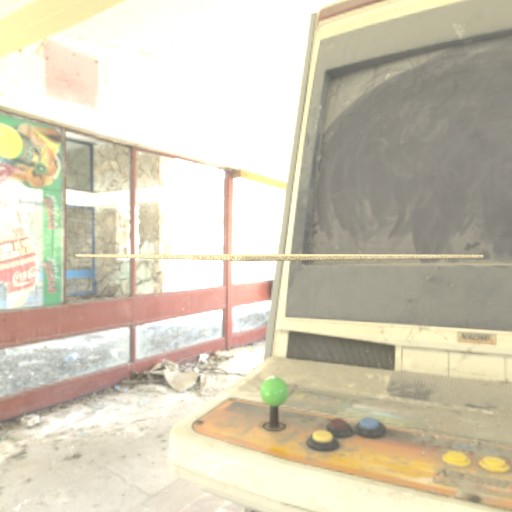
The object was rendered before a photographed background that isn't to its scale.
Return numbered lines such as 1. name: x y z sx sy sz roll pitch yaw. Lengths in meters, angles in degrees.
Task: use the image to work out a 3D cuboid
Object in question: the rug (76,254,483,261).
1. rug: 0.000 0.000 4.056 2.401 0.025 3.001 0 1 -37
